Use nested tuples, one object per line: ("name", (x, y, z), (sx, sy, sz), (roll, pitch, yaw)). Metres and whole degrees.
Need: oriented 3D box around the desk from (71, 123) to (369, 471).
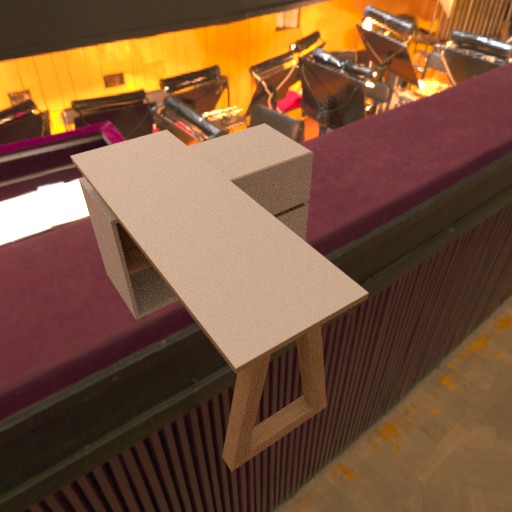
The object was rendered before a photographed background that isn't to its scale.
("desk", (0.000, 0.000, 2.076), (1.098, 0.755, 1.404), (-24, 46, -26))
